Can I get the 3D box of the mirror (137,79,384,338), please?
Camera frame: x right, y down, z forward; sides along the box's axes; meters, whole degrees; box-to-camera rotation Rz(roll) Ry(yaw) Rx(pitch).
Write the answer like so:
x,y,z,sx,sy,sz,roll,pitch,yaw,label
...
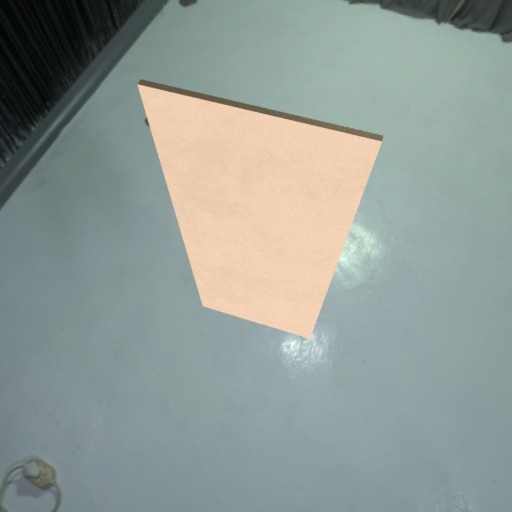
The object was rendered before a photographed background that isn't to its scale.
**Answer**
x,y,z,sx,sy,sz,roll,pitch,yaw,label
0.000,0.000,2.312,0.812,2.031,0.026,16,64,8,mirror
